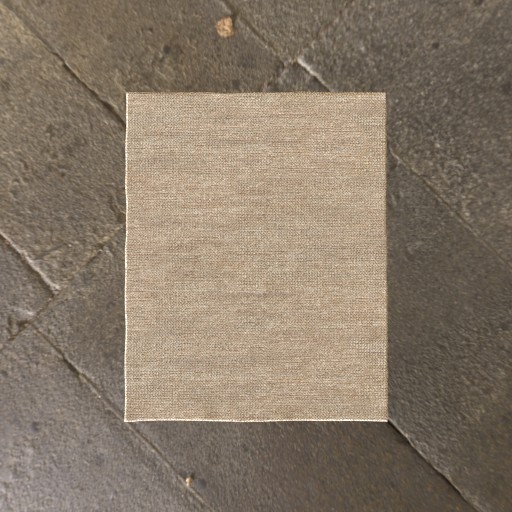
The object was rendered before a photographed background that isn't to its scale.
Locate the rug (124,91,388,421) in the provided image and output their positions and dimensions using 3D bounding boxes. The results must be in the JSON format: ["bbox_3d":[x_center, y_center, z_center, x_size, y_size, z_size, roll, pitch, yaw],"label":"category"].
[{"bbox_3d":[0.000,0.000,4.089,2.429,0.030,3.052,0,89,0],"label":"rug"}]
